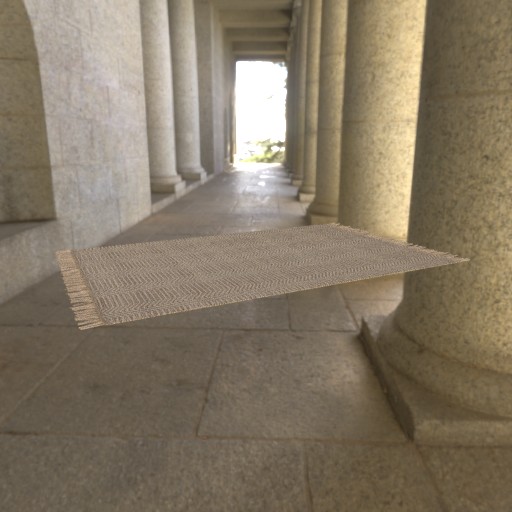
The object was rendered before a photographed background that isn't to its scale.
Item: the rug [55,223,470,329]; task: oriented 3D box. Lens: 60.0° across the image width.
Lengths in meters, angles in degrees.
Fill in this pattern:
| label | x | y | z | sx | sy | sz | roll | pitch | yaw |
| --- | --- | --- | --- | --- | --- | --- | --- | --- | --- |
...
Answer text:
| label | x | y | z | sx | sy | sz | roll | pitch | yaw |
| --- | --- | --- | --- | --- | --- | --- | --- | --- | --- |
| rug | 0.000 | 0.000 | 3.118 | 2.523 | 0.034 | 1.528 | -7 | 17 | -26 |
